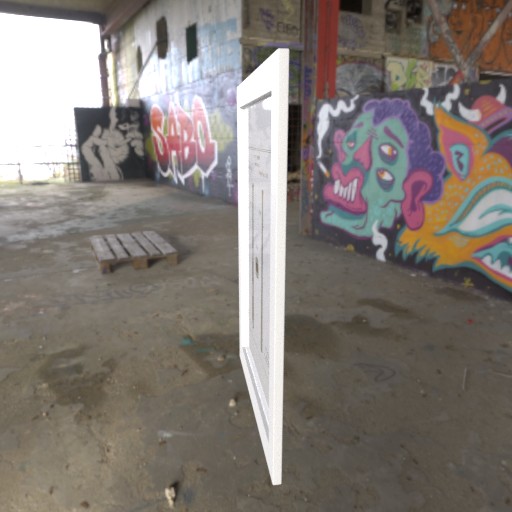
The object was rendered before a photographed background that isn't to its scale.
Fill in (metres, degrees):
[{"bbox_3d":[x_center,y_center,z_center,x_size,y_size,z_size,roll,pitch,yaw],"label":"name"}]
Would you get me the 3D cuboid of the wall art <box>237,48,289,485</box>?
[{"bbox_3d":[0.000,0.000,0.626,0.011,0.482,0.329,-2,15,-9],"label":"wall art"}]
